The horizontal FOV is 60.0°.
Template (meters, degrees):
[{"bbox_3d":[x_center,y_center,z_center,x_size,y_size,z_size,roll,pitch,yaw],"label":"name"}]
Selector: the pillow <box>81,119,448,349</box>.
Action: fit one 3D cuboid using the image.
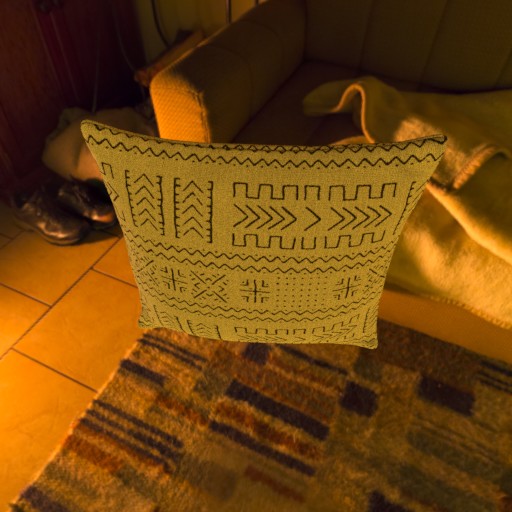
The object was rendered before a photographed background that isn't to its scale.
[{"bbox_3d":[0.000,0.000,0.665,0.438,0.430,0.164,4,46,4],"label":"pillow"}]
